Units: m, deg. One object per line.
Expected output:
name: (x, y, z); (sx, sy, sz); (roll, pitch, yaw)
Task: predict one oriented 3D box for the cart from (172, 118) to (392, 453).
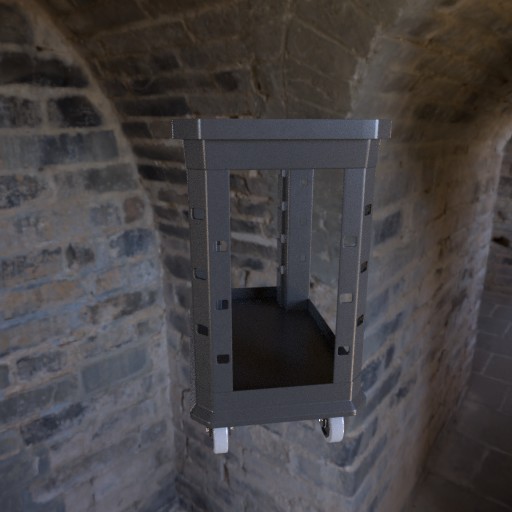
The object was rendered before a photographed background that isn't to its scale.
cart: (0.000, 0.000, 1.541); (0.497, 0.884, 1.061); (-2, 16, -8)
